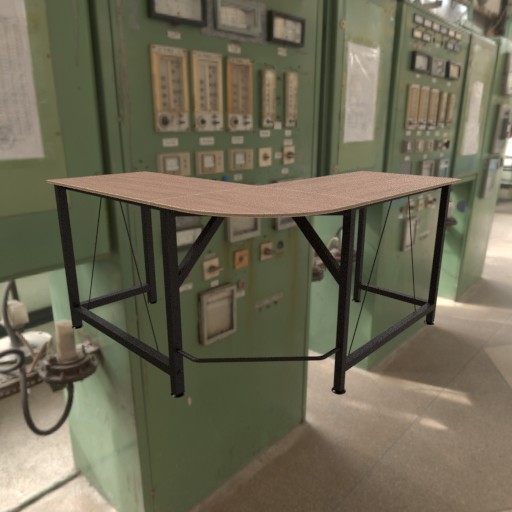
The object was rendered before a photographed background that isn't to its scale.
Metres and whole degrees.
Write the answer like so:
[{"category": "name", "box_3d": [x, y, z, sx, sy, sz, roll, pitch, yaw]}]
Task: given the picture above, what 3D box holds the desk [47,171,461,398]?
[{"category": "desk", "box_3d": [0.000, 0.000, 2.224, 1.400, 0.762, 1.400, 15, 23, 41]}]
